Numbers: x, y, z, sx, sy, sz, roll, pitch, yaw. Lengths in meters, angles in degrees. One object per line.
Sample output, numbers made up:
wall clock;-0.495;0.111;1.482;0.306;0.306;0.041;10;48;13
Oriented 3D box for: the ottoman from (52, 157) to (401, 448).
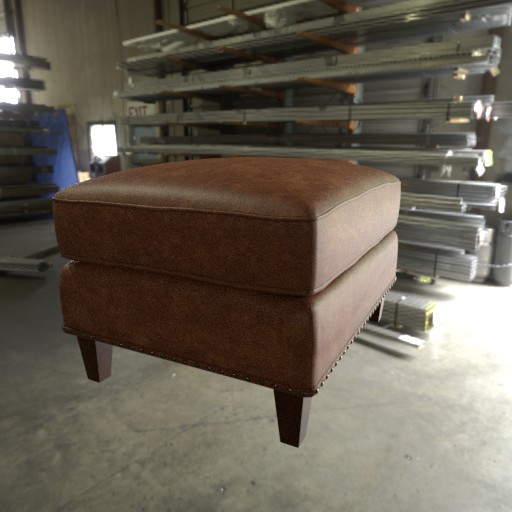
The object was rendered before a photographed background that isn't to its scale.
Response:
ottoman;0.000;0.000;1.121;0.586;0.486;0.742;7;16;26
